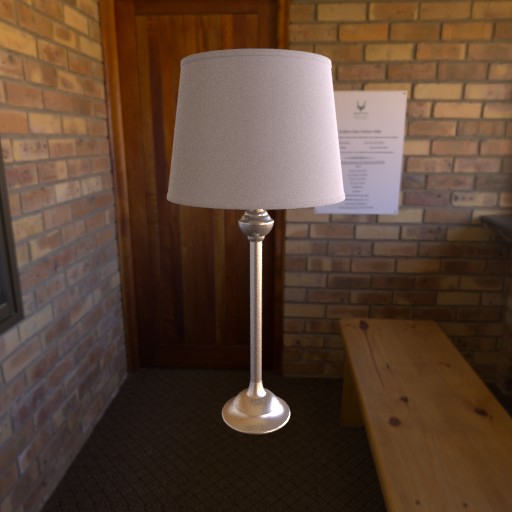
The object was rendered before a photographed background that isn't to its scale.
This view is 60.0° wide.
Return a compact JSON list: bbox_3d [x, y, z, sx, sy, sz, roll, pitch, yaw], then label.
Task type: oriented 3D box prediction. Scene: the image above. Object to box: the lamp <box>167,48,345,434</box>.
[{"bbox_3d":[0.000,0.000,0.866,0.331,0.698,0.331,0,15,0],"label":"lamp"}]
